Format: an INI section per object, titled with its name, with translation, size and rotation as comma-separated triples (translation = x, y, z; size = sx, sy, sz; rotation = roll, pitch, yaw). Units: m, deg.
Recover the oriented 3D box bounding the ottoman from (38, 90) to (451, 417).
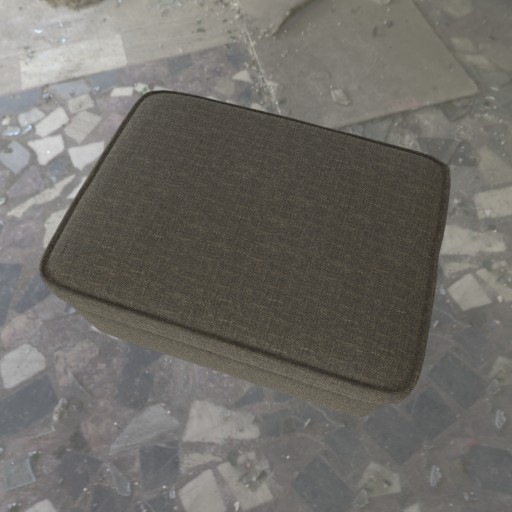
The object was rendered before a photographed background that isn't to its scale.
[ottoman]
translation = 0.000, 0.000, 1.064
size = 0.749, 0.450, 0.549
rotation = 16, 65, 8
